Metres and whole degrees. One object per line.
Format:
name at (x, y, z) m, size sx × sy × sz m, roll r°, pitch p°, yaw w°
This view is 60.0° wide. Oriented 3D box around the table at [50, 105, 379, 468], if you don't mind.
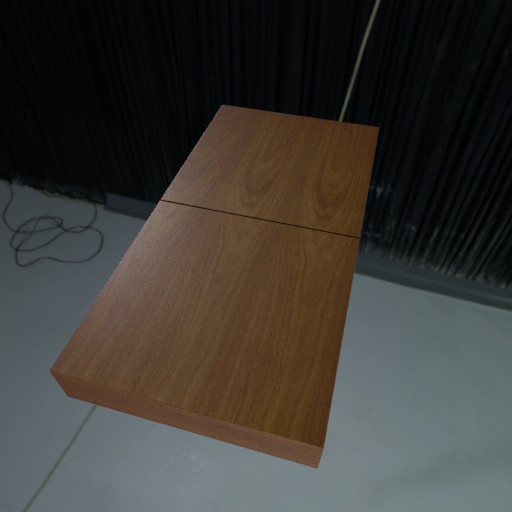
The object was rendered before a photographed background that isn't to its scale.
table at (0.000, 0.000, 1.428) m, size 0.610 × 0.330 × 1.194 m, roll 12°, pitch 49°, yaw 10°
